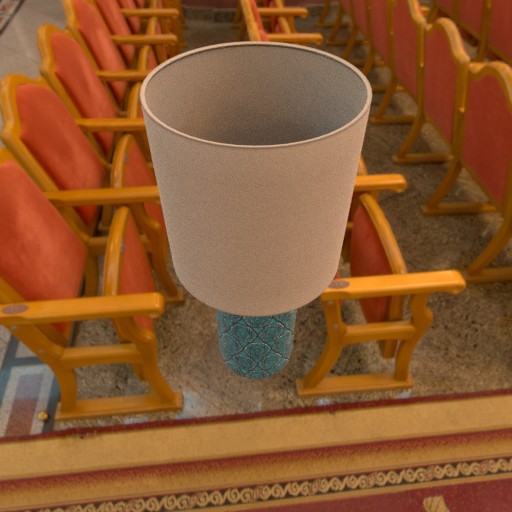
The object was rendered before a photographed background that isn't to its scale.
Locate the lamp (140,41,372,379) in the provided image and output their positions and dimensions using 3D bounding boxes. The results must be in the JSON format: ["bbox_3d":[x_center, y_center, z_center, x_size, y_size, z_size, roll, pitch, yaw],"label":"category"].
[{"bbox_3d":[0.000,0.000,0.753,0.278,0.597,0.278,-4,46,-4],"label":"lamp"}]
